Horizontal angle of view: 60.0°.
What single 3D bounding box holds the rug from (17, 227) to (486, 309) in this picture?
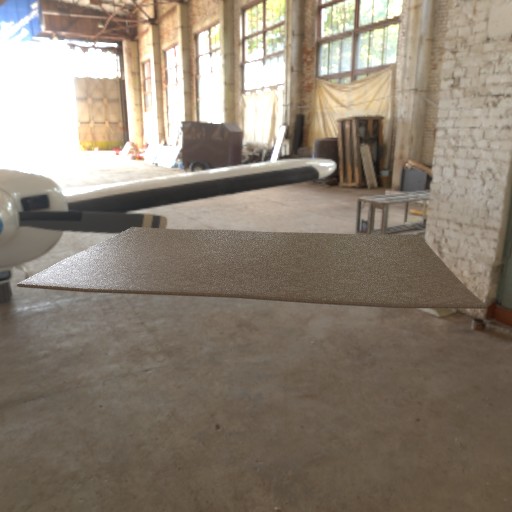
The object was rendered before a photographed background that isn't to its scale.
[{"bbox_3d":[0.000,0.000,2.997,2.430,0.053,1.553,2,16,8],"label":"rug"}]
